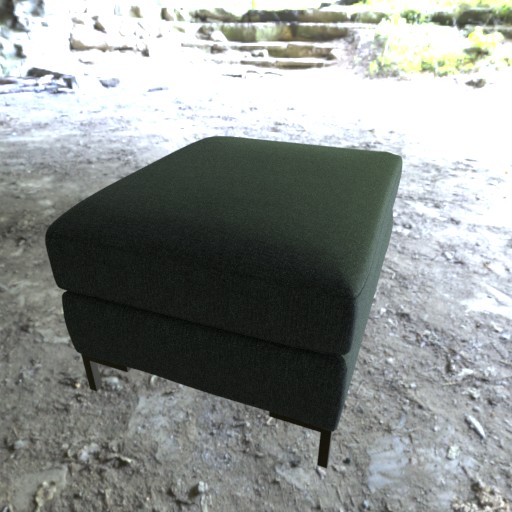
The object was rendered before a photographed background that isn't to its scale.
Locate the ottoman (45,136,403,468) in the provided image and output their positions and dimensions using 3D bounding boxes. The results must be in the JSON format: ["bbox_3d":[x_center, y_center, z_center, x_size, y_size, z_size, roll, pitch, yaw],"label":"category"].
[{"bbox_3d":[0.000,0.000,1.274,0.695,0.533,0.831,11,31,18],"label":"ottoman"}]
